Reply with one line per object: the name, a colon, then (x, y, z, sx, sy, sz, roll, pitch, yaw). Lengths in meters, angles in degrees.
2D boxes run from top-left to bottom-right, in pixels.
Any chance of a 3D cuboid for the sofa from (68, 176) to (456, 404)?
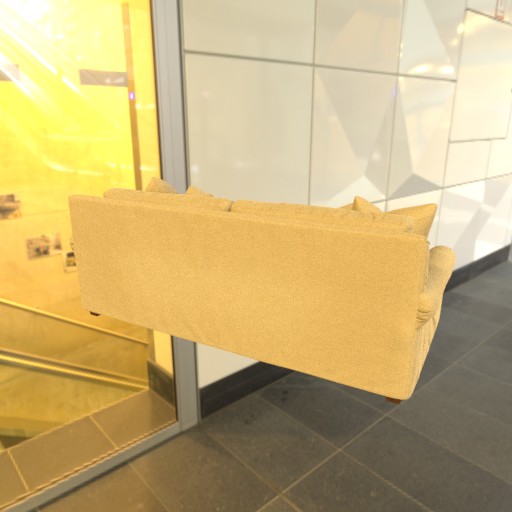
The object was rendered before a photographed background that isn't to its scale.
sofa: (0.000, 0.000, 2.835, 2.285, 0.904, 1.067, 9, 20, 27)
